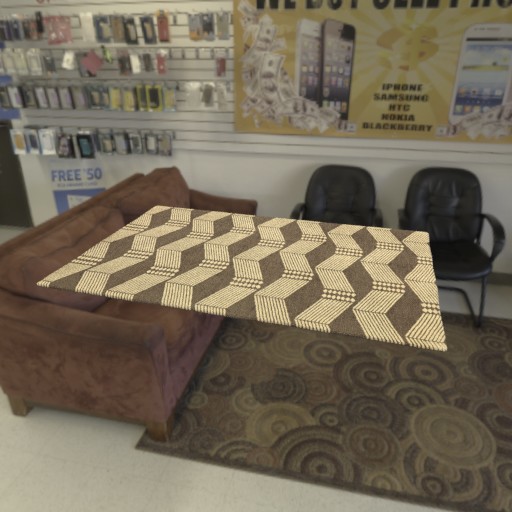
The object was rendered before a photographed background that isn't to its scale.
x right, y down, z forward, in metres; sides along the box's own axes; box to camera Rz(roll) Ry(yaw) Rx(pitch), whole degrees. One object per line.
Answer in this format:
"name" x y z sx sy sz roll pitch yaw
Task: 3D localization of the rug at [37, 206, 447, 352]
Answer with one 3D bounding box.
"rug" 0.000 0.000 2.402 1.833 0.016 1.210 7 26 15
